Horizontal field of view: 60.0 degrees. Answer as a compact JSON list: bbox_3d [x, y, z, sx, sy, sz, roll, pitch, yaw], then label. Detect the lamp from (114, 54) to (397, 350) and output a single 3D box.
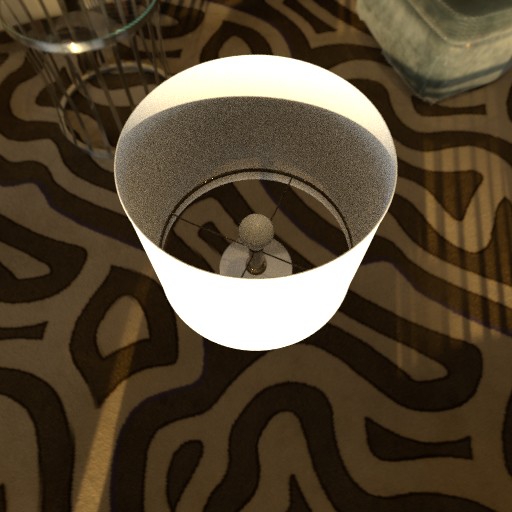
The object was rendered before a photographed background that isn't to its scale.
[{"bbox_3d":[0.000,0.000,0.530,0.229,0.380,0.229,0,63,0],"label":"lamp"}]
